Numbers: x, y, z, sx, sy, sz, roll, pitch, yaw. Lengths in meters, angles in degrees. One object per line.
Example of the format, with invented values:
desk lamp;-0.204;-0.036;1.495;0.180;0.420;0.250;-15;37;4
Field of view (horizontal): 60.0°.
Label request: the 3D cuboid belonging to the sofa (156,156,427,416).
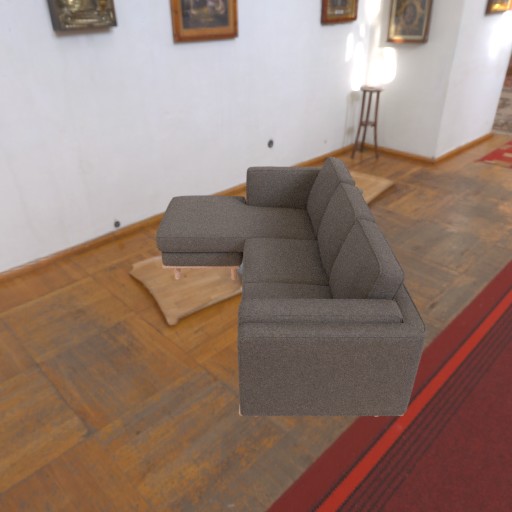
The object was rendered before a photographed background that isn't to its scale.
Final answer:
sofa;0.000;0.000;3.171;1.604;0.929;2.411;0;29;0
